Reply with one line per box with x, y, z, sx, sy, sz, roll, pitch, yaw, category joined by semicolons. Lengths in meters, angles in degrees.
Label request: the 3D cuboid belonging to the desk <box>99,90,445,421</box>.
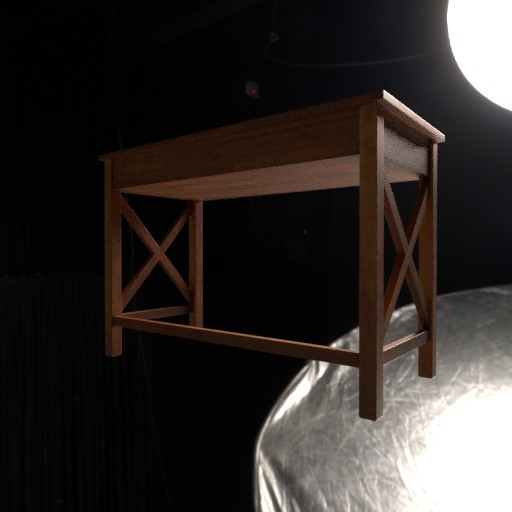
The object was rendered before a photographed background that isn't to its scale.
0.000;0.000;1.545;1.117;0.762;0.508;0;1;38;desk
